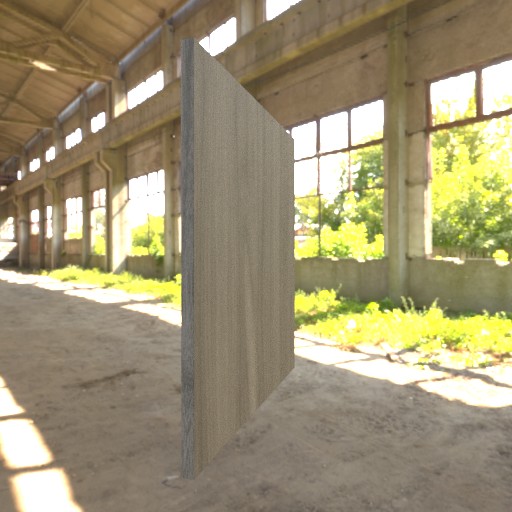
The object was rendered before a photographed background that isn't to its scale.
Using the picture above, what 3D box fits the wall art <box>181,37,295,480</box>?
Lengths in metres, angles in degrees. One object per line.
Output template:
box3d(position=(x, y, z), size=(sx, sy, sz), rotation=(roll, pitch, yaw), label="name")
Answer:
box3d(position=(0.000, 0.000, 0.749), size=(0.016, 0.507, 0.508), rotation=(0, 1, 18), label="wall art")
